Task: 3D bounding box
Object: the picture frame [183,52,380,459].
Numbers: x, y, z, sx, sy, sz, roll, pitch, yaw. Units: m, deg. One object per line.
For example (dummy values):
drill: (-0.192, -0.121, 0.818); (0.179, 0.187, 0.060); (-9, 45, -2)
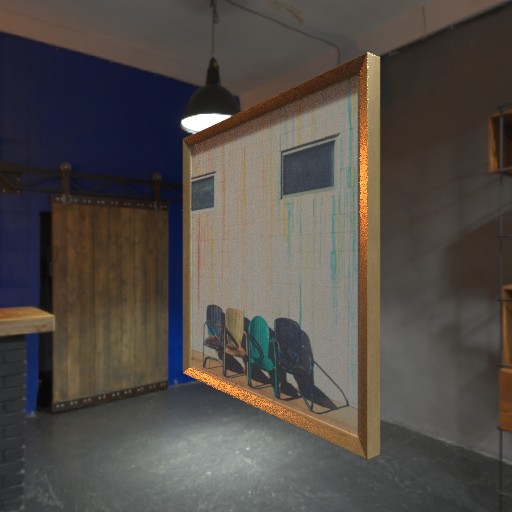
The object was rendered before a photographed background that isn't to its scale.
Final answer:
picture frame: (0.000, 0.000, 1.144); (0.037, 0.761, 0.758); (0, 0, -36)
